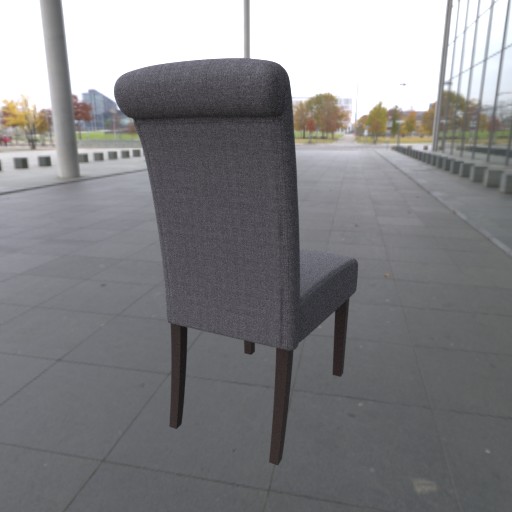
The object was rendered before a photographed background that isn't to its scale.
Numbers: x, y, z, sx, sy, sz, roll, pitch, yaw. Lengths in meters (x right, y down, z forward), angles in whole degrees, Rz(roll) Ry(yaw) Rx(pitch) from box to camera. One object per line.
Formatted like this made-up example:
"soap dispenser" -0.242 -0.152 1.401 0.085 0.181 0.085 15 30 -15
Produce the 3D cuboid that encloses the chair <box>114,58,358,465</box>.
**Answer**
"chair" 0.000 0.000 1.323 0.456 1.006 0.671 8 17 26
